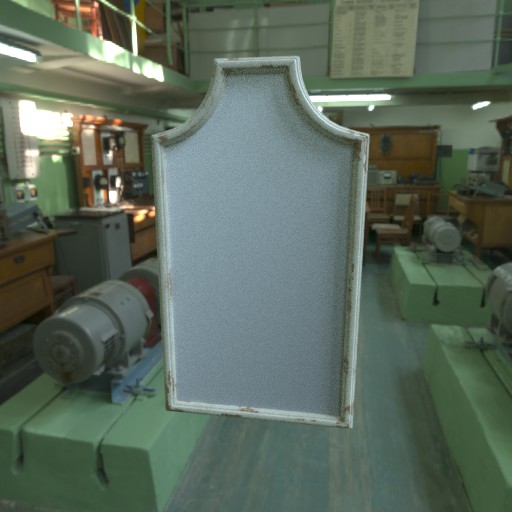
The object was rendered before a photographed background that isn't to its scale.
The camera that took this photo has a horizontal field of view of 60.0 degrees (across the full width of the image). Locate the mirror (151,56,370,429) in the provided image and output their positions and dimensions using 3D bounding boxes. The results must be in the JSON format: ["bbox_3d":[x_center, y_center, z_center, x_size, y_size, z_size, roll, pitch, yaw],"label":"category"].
[{"bbox_3d":[0.000,0.000,0.863,0.403,0.717,0.022,2,14,9],"label":"mirror"}]
